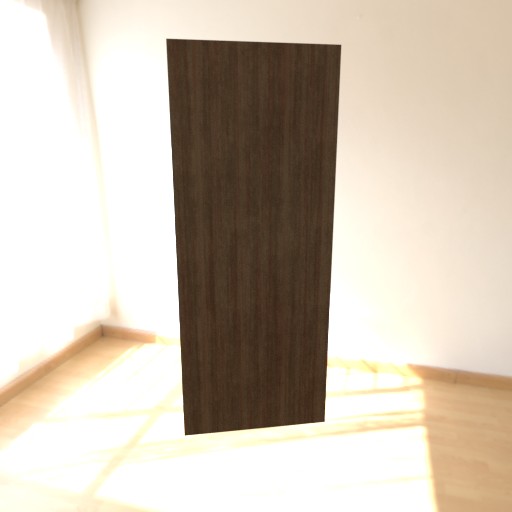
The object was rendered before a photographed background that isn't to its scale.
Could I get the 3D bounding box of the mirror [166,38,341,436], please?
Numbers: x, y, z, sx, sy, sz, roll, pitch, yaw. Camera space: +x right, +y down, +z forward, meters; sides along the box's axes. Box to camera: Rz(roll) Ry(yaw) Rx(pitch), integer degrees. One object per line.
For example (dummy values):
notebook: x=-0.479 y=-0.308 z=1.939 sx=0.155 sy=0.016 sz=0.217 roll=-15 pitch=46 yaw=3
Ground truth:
mirror: x=0.000 y=0.000 z=2.294 sx=0.812 sy=2.032 sz=0.025 roll=-2 pitch=14 yaw=-9
